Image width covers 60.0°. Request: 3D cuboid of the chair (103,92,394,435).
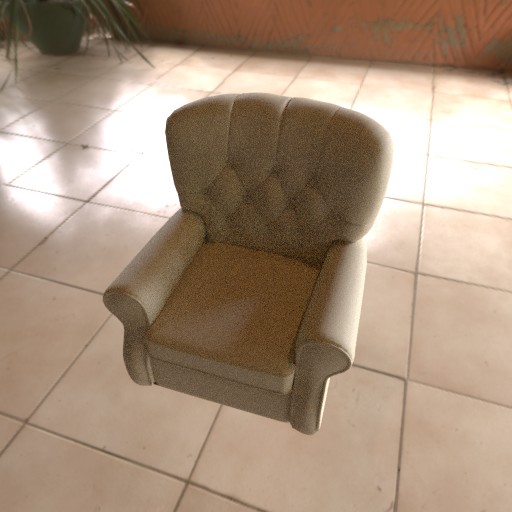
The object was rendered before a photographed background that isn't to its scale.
[{"bbox_3d":[0.000,0.000,2.053,1.035,1.169,1.132,12,42,13],"label":"chair"}]
